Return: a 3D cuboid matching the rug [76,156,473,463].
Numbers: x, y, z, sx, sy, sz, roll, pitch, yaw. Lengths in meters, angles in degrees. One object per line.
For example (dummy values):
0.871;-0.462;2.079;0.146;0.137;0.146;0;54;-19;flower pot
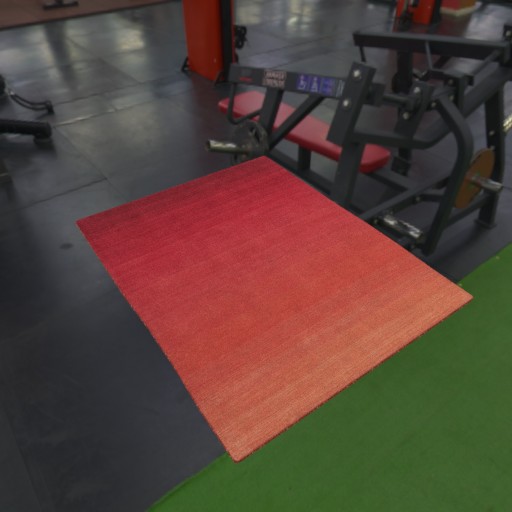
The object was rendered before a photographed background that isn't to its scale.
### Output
0.000;0.000;3.997;2.340;0.028;2.905;-25;47;-26;rug
